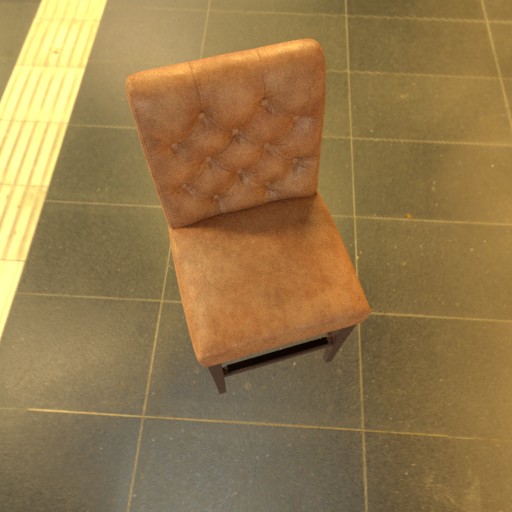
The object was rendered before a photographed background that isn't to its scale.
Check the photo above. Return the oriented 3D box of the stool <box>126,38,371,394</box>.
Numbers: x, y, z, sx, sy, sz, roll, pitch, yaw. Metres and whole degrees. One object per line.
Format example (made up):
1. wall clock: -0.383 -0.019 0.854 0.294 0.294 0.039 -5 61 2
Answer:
1. stool: 0.000 0.000 1.368 0.493 1.047 0.601 -15 65 -7
